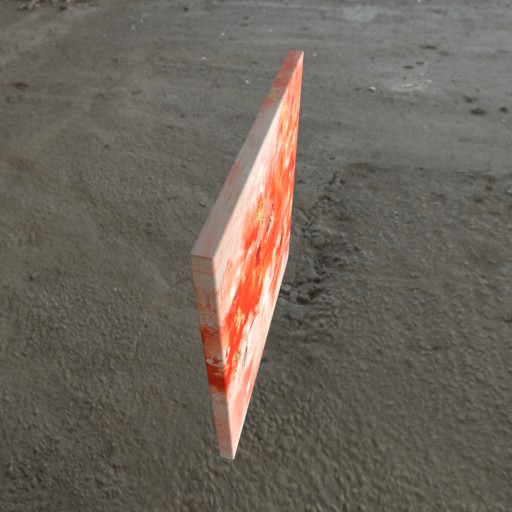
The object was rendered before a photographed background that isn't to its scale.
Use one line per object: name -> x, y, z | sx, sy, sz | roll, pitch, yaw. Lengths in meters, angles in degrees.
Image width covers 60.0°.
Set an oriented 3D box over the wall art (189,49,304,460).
wall art -> 0.000, 0.000, 1.129 | 0.064, 0.746, 0.747 | 10, 47, 10
